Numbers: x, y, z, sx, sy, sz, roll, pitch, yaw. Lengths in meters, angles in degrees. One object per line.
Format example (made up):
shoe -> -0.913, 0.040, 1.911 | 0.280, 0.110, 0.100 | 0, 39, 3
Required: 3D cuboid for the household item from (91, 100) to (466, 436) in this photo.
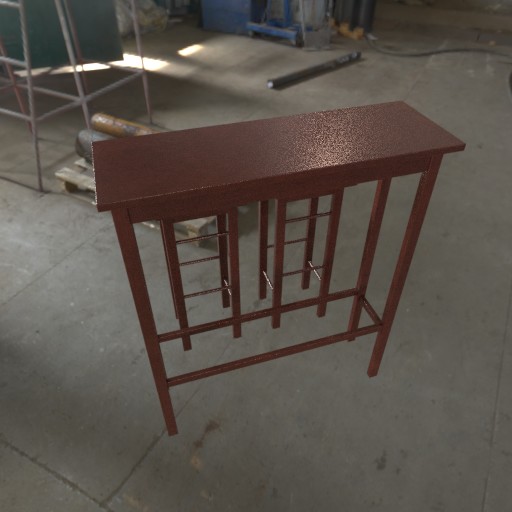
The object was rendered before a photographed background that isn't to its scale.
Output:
household item -> 0.000, 0.000, 1.618 | 0.914, 1.067, 0.676 | -12, 42, -13
